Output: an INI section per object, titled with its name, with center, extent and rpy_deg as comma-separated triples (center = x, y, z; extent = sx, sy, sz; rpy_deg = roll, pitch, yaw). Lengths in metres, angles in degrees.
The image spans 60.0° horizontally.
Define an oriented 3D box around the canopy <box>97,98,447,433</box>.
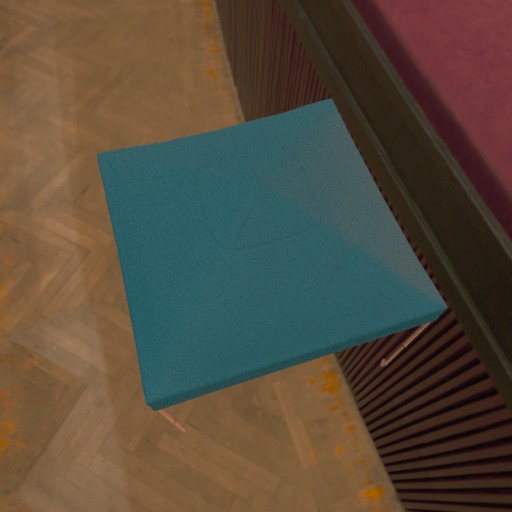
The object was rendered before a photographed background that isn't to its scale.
[canopy]
center = 0.000, 0.000, 5.409
extent = 2.996, 2.997, 2.998
rpy_deg = -16, 63, -8
